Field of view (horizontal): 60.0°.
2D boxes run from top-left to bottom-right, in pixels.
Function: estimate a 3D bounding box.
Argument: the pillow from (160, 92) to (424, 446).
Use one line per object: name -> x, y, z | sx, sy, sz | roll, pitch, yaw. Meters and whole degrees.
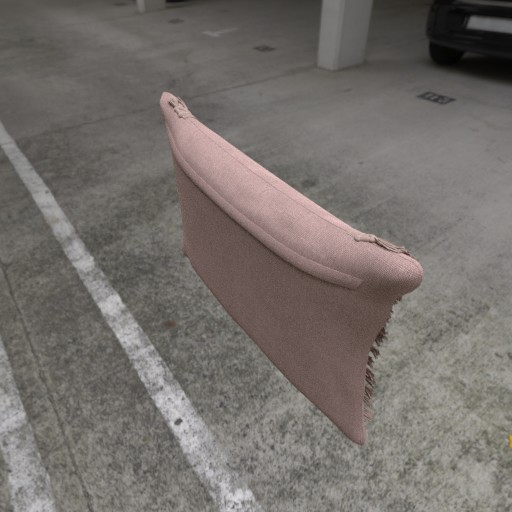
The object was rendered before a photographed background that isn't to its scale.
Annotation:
pillow -> 0.000, 0.000, 0.593 | 0.084, 0.305, 0.466 | -25, 47, -26
